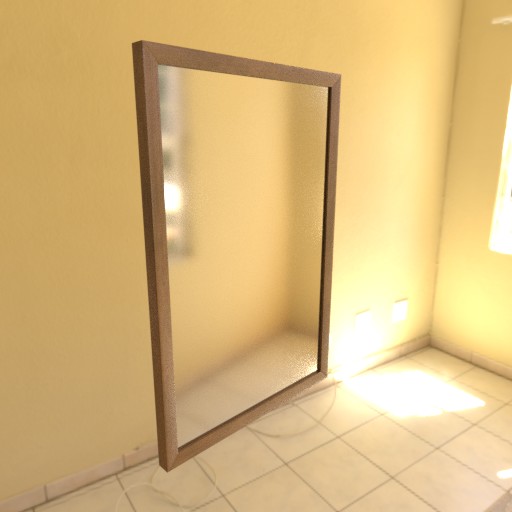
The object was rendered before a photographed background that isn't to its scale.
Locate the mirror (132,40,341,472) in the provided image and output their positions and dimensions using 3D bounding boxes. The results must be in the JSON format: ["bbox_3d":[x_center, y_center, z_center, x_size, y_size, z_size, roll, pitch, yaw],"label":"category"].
[{"bbox_3d":[0.000,0.000,1.126,0.609,0.915,0.040,-14,20,-42],"label":"mirror"}]
